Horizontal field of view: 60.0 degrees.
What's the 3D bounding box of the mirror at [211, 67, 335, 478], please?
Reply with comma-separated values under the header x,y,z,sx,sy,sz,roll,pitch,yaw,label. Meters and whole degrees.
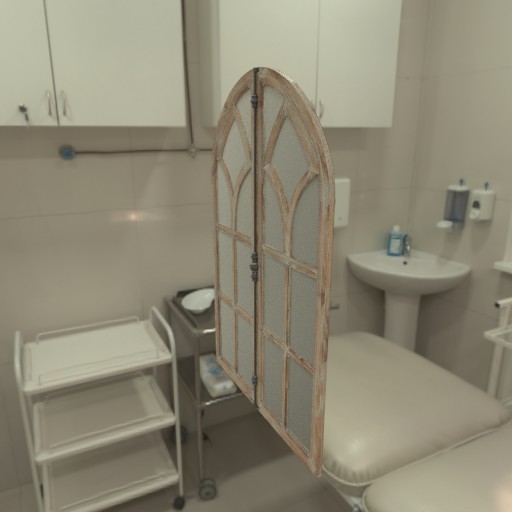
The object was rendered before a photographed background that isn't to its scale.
x,y,z,sx,sy,sz,roll,pitch,yaw,label
0.000,0.000,1.160,0.032,0.915,0.609,-8,18,-26,mirror
